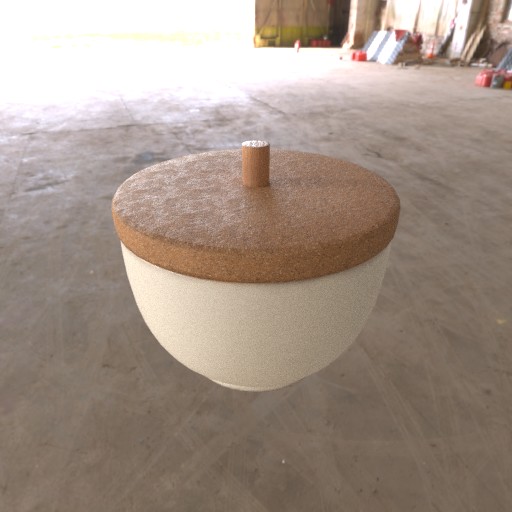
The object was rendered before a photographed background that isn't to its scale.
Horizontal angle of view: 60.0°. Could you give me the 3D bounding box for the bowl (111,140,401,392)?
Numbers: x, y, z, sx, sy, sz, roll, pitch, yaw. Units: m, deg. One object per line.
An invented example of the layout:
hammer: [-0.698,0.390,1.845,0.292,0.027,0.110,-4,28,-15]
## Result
bowl: [0.000,0.000,0.217,0.126,0.110,0.126,0,29,0]
